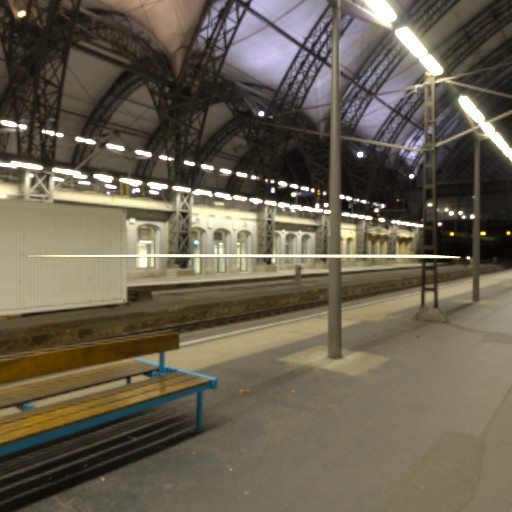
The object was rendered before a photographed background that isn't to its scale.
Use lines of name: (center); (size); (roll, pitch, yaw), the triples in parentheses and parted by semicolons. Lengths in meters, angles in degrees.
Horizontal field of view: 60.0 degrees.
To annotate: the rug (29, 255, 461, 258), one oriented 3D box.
rug: (0.000, 0.000, 2.385); (1.850, 0.006, 1.234); (0, 0, 16)
